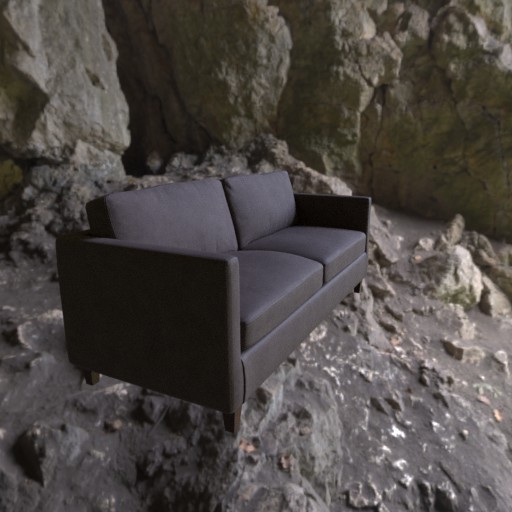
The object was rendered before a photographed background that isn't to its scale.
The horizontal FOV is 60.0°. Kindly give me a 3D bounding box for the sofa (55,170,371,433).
[{"bbox_3d":[0.000,0.000,2.785,0.951,0.965,2.208,7,16,26],"label":"sofa"}]
